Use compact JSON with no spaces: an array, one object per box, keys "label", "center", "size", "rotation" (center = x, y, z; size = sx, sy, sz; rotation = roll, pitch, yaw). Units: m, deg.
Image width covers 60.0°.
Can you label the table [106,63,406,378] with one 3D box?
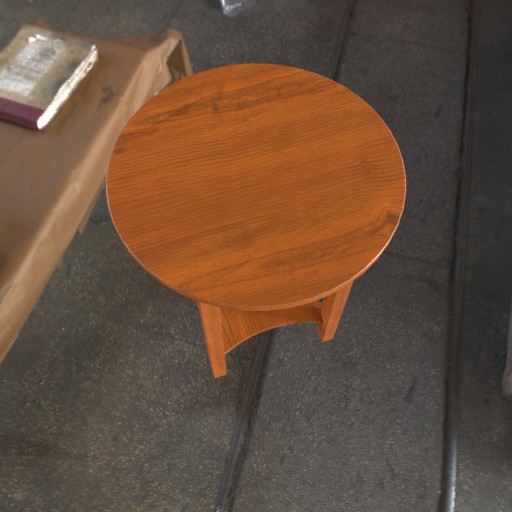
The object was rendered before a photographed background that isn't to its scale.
[{"label":"table","center":[0.000,0.000,0.953],"size":[0.457,0.610,0.457],"rotation":[0,63,0]}]
